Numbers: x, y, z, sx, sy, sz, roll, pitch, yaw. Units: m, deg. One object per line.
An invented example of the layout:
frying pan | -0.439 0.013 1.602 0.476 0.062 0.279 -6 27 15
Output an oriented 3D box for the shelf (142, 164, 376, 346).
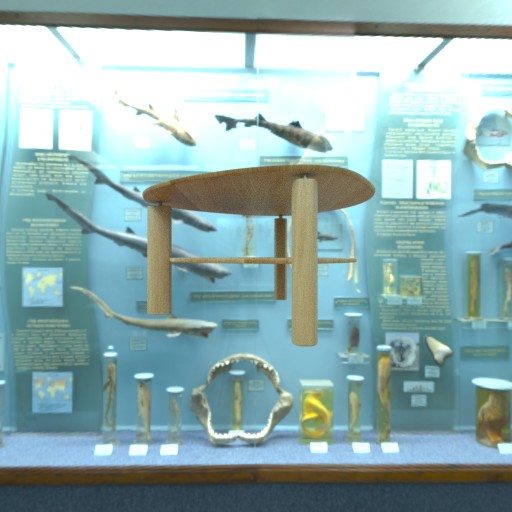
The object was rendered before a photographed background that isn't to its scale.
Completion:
shelf | 0.000 0.000 1.681 0.845 0.440 1.246 0 0 0
